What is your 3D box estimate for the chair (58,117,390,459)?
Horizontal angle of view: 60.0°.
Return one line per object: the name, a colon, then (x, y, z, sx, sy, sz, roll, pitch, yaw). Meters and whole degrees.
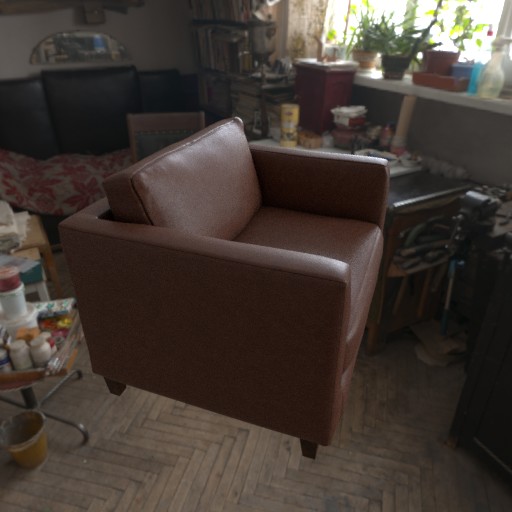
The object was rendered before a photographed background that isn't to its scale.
chair: (0.000, 0.000, 1.814, 0.959, 0.917, 1.107, 11, 32, 18)
